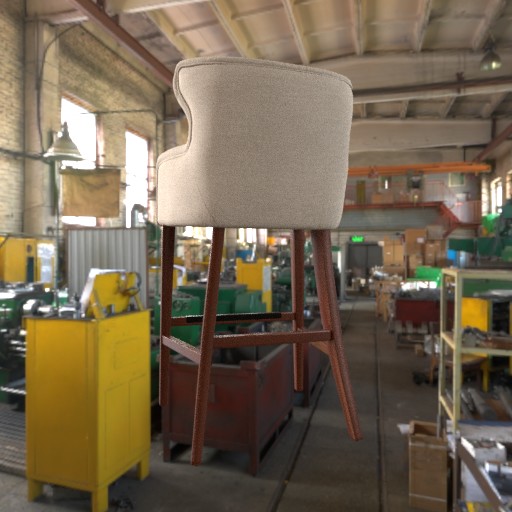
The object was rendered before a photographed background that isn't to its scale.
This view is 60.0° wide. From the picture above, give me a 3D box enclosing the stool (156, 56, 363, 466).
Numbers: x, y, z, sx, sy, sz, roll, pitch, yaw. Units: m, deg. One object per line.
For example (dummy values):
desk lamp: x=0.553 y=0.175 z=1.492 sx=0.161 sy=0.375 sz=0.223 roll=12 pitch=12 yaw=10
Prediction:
stool: x=0.000 y=0.000 z=1.374 sx=0.556 sy=1.034 sz=0.563 roll=0 pitch=0 yaw=-19
